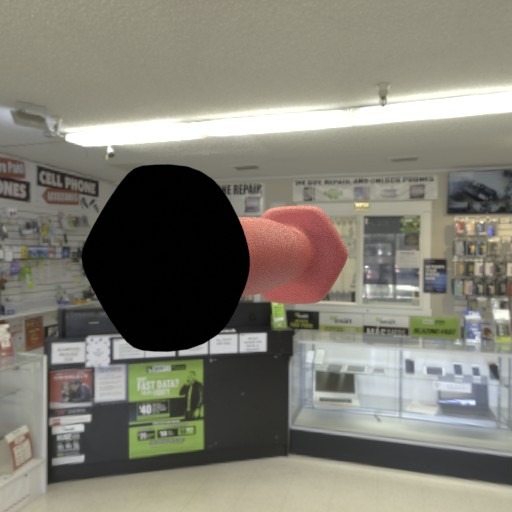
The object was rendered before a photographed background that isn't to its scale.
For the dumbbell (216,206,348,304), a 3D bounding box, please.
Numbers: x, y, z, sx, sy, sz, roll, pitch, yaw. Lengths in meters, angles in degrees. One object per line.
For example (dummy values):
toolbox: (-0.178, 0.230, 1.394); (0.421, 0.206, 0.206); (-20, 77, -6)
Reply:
dumbbell: (0.000, 0.000, 0.146); (0.047, 0.043, 0.123); (0, 1, 18)
